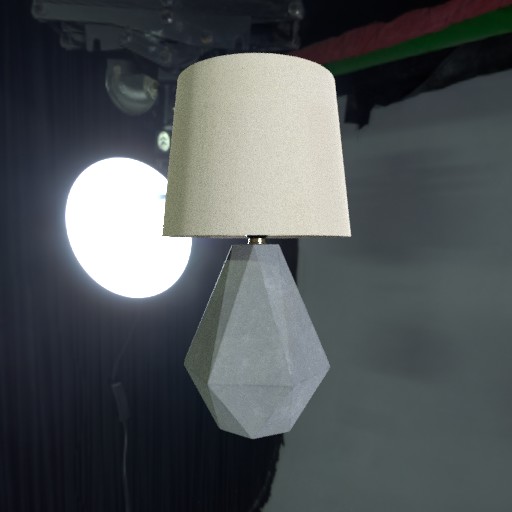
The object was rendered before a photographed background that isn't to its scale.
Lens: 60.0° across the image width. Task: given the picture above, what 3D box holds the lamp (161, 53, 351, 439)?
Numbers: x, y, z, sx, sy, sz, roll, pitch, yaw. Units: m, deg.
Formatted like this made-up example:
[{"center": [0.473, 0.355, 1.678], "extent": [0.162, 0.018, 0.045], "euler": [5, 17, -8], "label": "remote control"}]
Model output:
[{"center": [0.000, 0.000, 0.660], "extent": [0.276, 0.501, 0.276], "euler": [0, 2, 0], "label": "lamp"}]
